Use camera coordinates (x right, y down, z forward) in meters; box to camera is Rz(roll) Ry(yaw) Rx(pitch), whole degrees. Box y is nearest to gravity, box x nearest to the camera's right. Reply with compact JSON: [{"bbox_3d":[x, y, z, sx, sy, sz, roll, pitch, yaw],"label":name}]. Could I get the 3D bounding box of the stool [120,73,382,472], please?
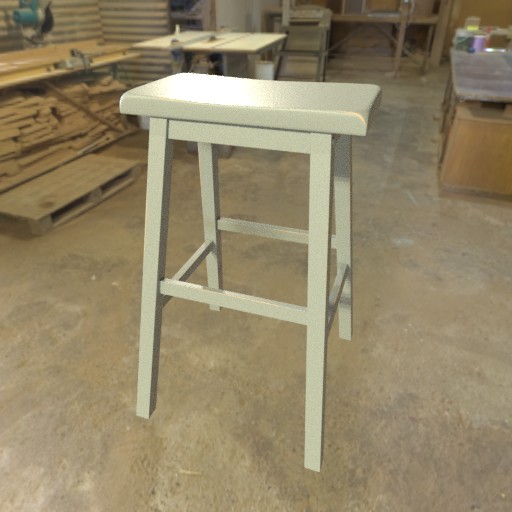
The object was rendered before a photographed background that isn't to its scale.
[{"bbox_3d":[0.000,0.000,1.025,0.457,0.737,0.476,10,33,16],"label":"stool"}]
